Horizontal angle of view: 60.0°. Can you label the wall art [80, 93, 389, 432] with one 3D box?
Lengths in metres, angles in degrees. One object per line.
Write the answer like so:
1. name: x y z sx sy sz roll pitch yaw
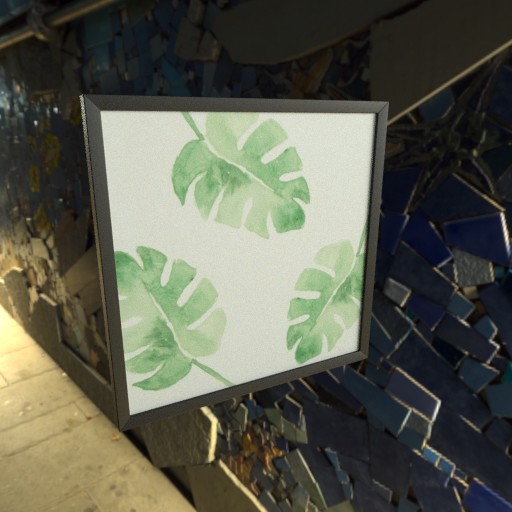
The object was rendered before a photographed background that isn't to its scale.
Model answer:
1. wall art: 0.000 0.000 0.758 0.508 0.508 0.036 -8 19 -26
